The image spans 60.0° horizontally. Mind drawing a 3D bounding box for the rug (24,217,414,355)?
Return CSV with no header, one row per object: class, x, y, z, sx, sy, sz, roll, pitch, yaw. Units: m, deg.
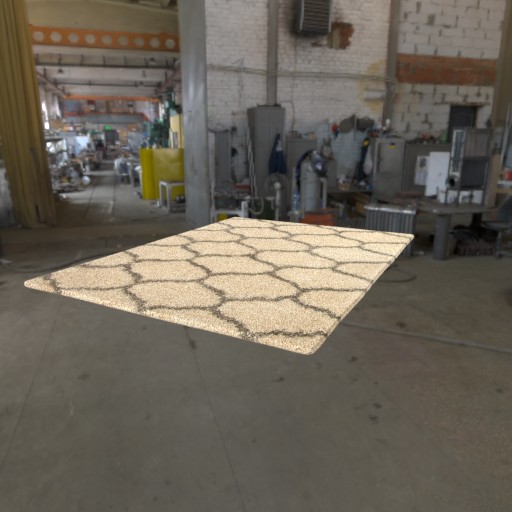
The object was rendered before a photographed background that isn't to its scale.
rug,0.000,0.000,2.127,1.200,0.025,1.600,8,17,27
